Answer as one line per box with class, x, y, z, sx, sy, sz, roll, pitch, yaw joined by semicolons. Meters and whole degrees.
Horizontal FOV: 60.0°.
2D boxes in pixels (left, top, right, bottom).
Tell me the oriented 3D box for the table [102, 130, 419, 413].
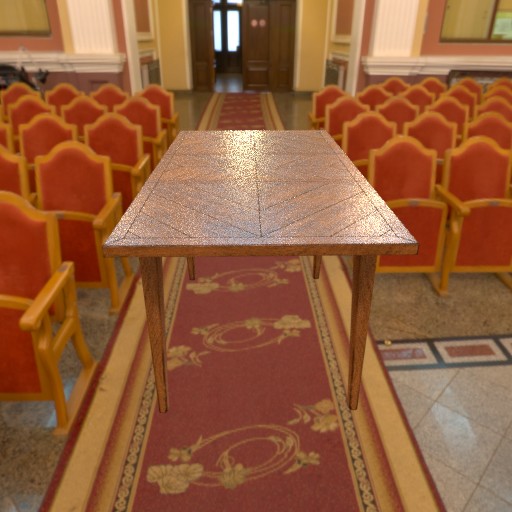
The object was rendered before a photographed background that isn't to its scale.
table;0.000;0.000;1.851;0.757;0.760;1.400;0;27;-1
